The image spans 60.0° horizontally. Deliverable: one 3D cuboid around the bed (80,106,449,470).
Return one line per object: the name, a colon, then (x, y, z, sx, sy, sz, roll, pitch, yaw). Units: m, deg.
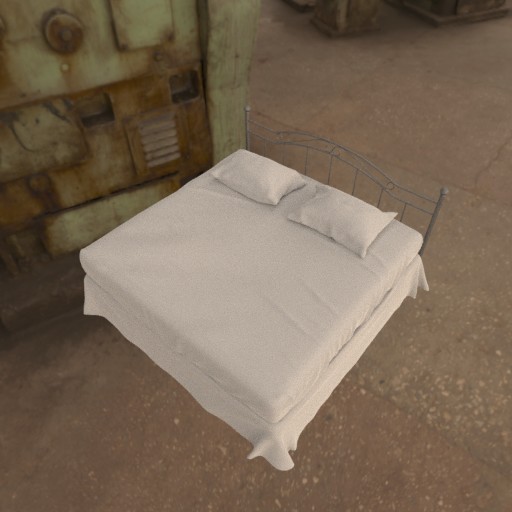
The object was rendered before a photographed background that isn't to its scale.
bed: (0.000, 0.000, 3.589, 2.309, 1.080, 2.220, 31, 54, 27)
